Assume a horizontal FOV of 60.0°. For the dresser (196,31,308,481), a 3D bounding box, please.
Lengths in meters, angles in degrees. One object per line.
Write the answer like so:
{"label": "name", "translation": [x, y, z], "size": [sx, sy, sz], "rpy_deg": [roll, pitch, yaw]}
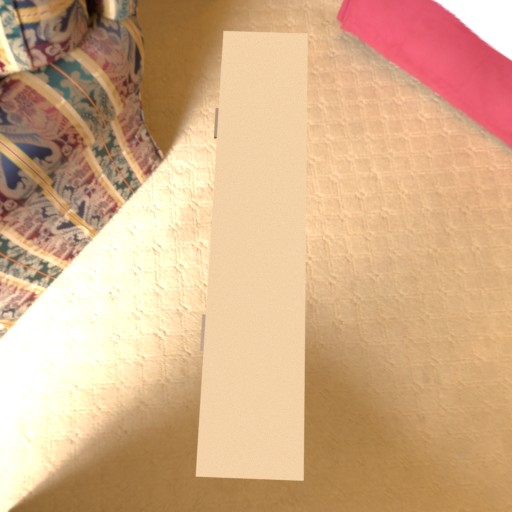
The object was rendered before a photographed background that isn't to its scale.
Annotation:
{"label": "dresser", "translation": [0.000, 0.000, 1.863], "size": [0.333, 0.790, 1.535], "rpy_deg": [2, 76, 0]}
